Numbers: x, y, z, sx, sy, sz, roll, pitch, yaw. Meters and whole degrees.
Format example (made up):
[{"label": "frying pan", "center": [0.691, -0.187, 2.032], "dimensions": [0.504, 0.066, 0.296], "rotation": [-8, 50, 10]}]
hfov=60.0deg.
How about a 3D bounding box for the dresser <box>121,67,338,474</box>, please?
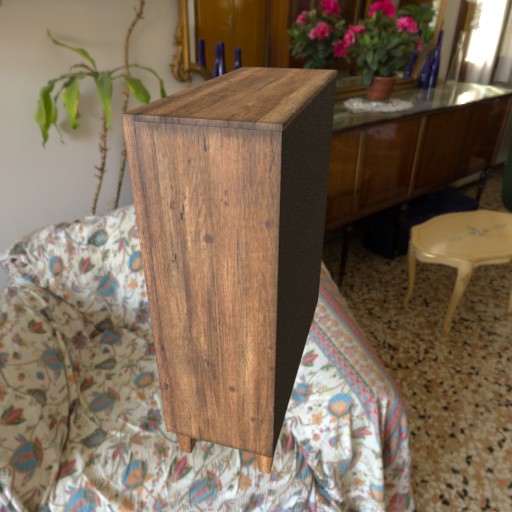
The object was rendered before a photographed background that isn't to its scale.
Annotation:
[{"label": "dresser", "center": [0.000, 0.000, 1.879], "dimensions": [0.438, 1.359, 1.067], "rotation": [8, 30, 14]}]
